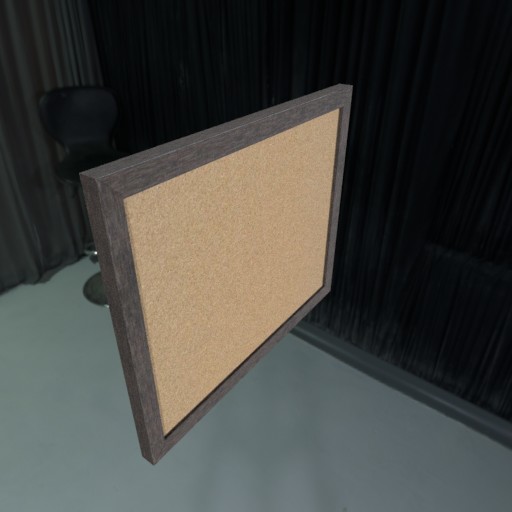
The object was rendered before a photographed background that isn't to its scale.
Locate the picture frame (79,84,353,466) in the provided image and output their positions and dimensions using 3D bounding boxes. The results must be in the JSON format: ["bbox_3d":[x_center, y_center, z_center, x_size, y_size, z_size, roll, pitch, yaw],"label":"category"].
[{"bbox_3d":[0.000,0.000,0.733,0.026,0.455,0.546,21,38,30],"label":"picture frame"}]
